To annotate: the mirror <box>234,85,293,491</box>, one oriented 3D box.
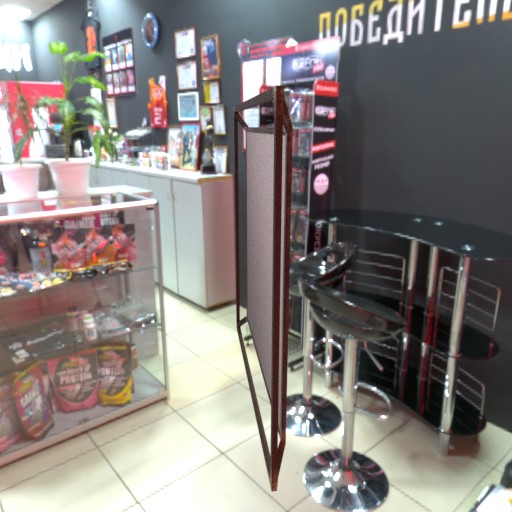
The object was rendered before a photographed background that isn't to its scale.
[{"bbox_3d":[0.000,0.000,0.918,0.032,0.610,0.610,-2,16,-7],"label":"mirror"}]
